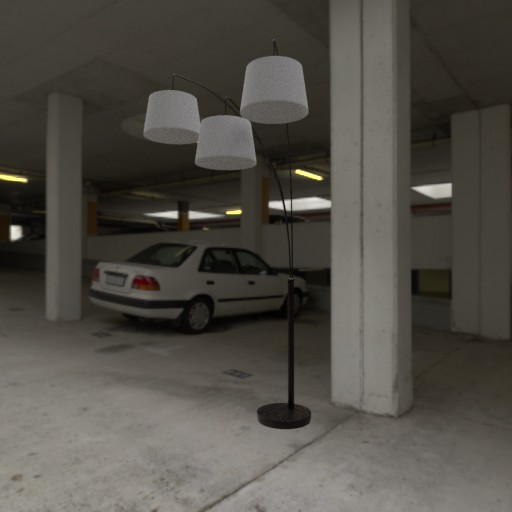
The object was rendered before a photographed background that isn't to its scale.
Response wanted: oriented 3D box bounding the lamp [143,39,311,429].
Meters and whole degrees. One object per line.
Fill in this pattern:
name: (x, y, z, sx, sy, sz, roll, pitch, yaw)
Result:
lamp: (0.000, 0.000, 2.415, 0.951, 1.950, 0.924, -1, -1, 37)
